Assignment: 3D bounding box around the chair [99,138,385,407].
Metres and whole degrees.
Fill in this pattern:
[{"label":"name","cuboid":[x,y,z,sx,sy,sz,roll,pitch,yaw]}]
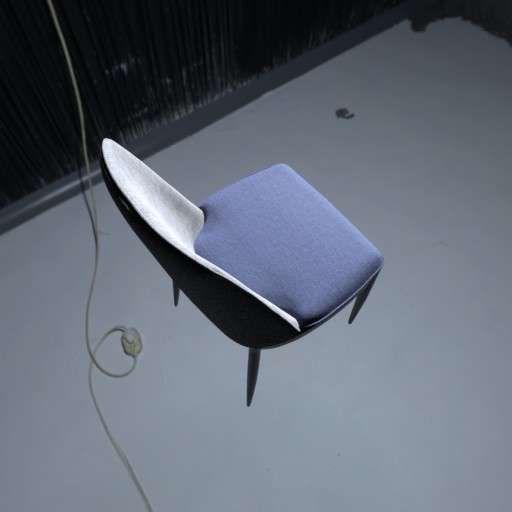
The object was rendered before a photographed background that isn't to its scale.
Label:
[{"label":"chair","cuboid":[0.000,0.000,1.167,0.550,0.855,0.488,-33,64,-18]}]
